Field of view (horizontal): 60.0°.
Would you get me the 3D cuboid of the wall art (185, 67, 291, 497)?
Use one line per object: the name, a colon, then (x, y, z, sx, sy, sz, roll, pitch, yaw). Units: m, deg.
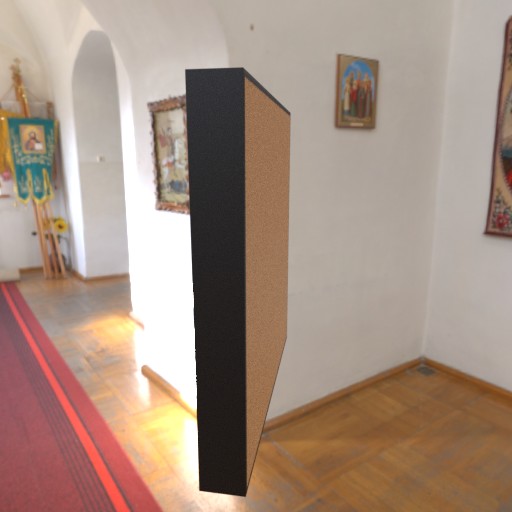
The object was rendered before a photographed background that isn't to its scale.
wall art: (0.000, 0.000, 0.449, 0.037, 0.303, 0.304, 2, 13, 9)
